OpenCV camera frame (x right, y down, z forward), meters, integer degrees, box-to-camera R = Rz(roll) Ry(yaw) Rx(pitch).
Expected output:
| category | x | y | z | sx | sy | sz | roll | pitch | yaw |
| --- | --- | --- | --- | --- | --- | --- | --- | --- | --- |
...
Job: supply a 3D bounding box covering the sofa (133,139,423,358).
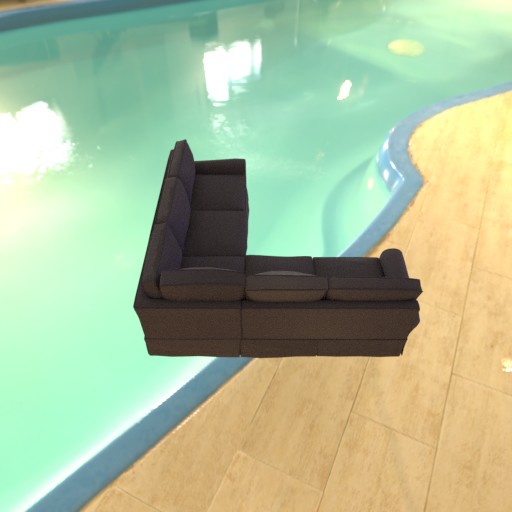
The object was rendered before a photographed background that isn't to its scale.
| category | x | y | z | sx | sy | sz | roll | pitch | yaw |
| --- | --- | --- | --- | --- | --- | --- | --- | --- | --- |
| sofa | 0.000 | 0.000 | 5.099 | 3.773 | 1.169 | 2.874 | 24 | 51 | 21 |
